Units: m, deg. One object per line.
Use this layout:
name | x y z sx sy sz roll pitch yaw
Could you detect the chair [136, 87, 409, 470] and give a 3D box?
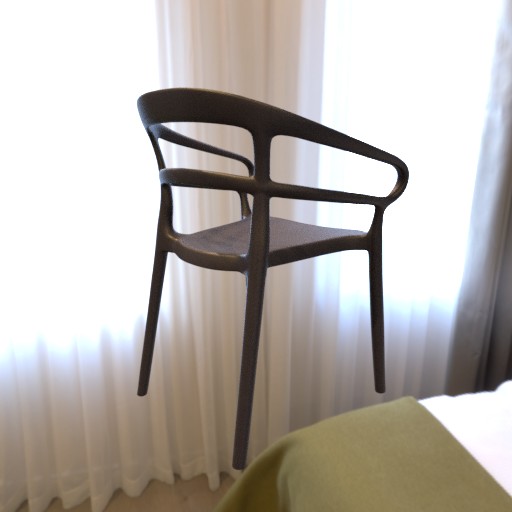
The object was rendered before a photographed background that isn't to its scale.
chair | 0.000 0.000 1.134 0.527 0.761 0.559 -13 19 -43
